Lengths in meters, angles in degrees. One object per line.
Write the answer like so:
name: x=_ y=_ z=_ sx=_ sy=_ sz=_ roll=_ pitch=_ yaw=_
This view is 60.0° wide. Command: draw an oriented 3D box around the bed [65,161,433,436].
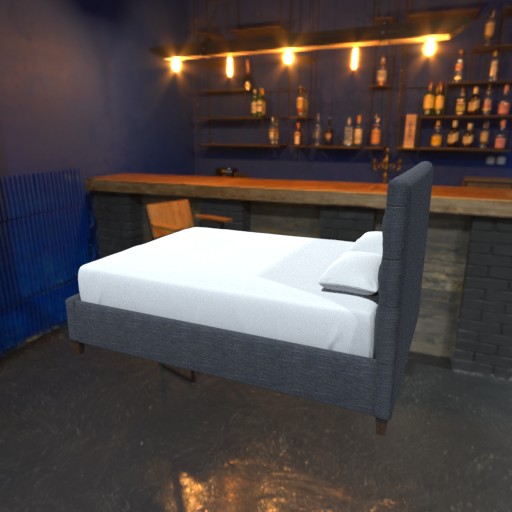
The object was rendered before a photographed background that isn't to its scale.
bed: x=0.000 y=0.000 z=3.481 sx=2.387 sy=1.427 sz=1.698 roll=7 pitch=17 yaw=24
